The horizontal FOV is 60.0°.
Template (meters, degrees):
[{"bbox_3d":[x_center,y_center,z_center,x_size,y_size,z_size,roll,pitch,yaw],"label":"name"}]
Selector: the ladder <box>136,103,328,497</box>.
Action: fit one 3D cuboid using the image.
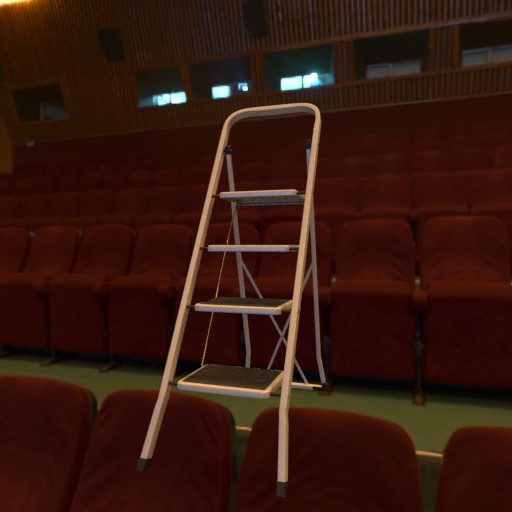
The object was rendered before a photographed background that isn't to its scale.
[{"bbox_3d":[0.000,0.000,1.671,0.460,1.265,0.914,0,1,18],"label":"ladder"}]
